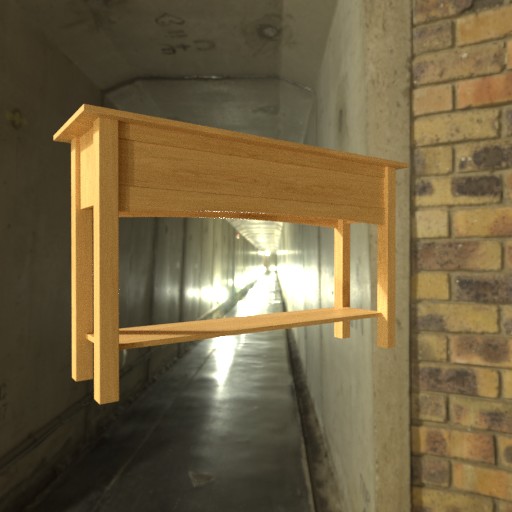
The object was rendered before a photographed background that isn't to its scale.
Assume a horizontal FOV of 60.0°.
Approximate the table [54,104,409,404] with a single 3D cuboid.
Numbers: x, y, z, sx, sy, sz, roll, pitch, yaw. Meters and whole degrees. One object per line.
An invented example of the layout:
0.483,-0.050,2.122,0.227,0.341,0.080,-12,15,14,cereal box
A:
0.000,0.000,1.547,1.240,0.730,0.350,0,1,-35,table
